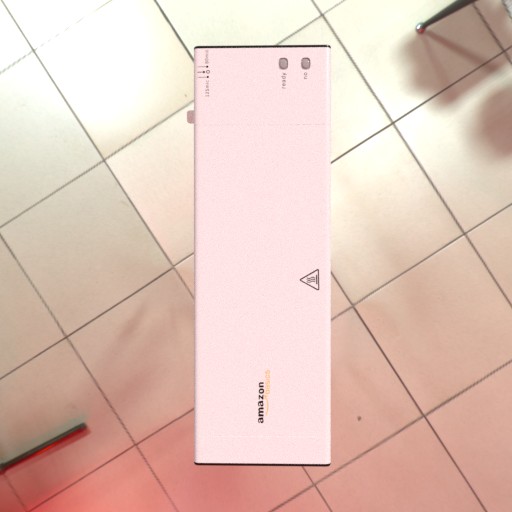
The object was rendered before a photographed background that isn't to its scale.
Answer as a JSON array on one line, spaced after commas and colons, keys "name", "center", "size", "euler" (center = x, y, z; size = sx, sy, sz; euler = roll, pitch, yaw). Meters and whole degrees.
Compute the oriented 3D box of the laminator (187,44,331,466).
[{"name": "laminator", "center": [0.000, 0.000, 0.388], "size": [0.123, 0.062, 0.340], "euler": [0, 90, 1]}]
